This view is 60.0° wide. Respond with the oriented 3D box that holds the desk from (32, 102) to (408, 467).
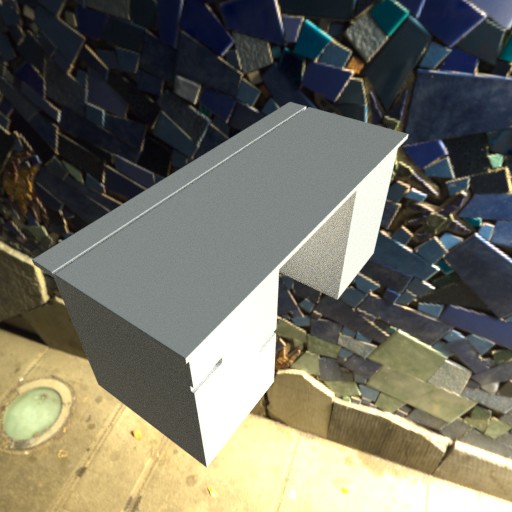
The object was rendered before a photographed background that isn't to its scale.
[{"bbox_3d":[0.000,0.000,2.032,0.670,0.760,1.580,25,47,26],"label":"desk"}]
